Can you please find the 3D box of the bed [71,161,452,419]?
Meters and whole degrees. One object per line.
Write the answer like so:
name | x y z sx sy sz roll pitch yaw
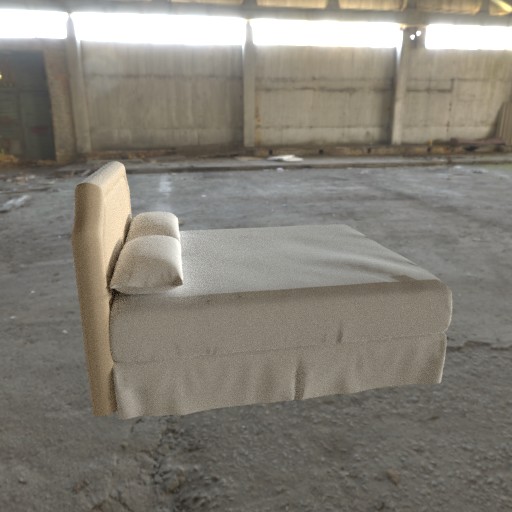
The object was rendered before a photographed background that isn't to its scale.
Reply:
bed | 0.000 0.000 3.853 2.548 1.524 2.134 -3 17 -10
